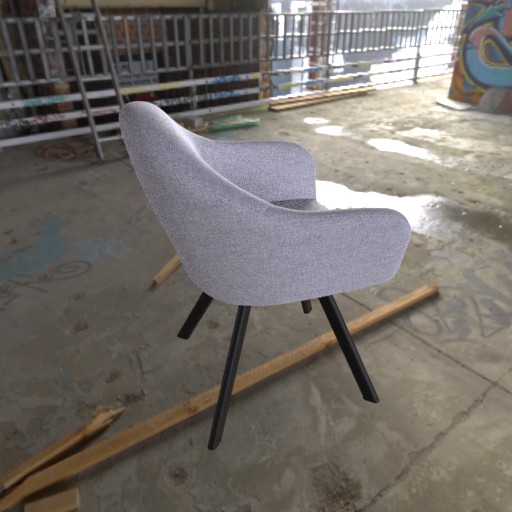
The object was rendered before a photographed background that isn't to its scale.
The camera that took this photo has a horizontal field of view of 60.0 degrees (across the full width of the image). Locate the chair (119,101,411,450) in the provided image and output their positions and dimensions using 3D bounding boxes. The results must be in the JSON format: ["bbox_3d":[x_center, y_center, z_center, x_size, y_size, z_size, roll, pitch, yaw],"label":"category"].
[{"bbox_3d":[0.000,0.000,1.134,0.570,0.780,0.540,-10,32,-16],"label":"chair"}]
